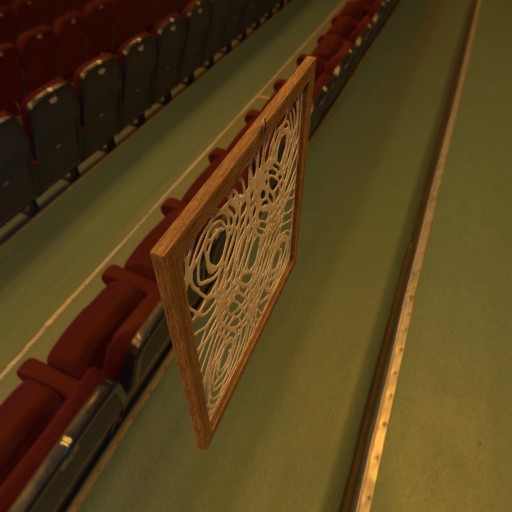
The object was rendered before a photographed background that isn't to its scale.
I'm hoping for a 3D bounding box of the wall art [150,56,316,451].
[{"bbox_3d":[0.000,0.000,0.853,0.021,0.576,0.561,16,48,15],"label":"wall art"}]
